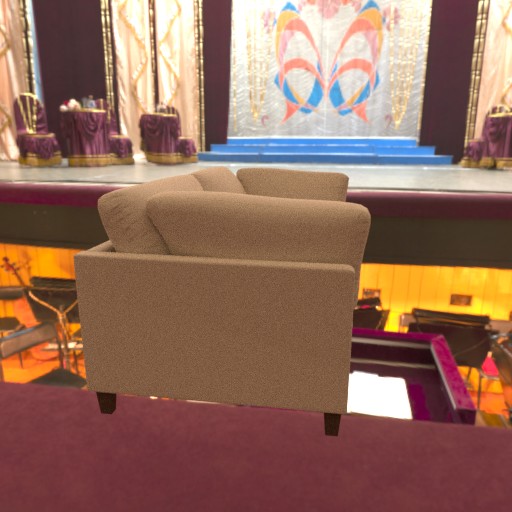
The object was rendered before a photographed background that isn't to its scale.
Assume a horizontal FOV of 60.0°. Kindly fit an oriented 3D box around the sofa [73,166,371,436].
[{"bbox_3d":[0.000,0.000,2.276,0.970,0.836,1.776,2,15,9],"label":"sofa"}]
